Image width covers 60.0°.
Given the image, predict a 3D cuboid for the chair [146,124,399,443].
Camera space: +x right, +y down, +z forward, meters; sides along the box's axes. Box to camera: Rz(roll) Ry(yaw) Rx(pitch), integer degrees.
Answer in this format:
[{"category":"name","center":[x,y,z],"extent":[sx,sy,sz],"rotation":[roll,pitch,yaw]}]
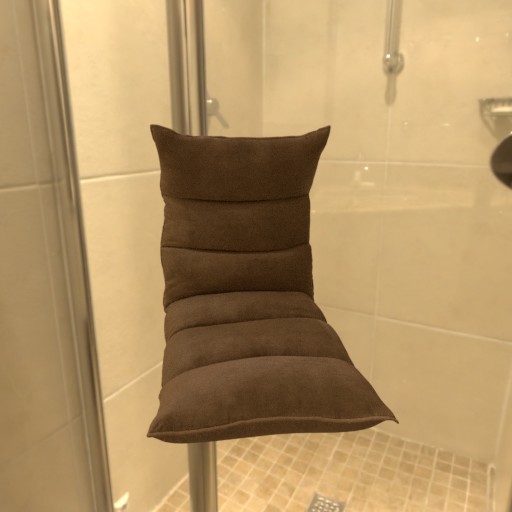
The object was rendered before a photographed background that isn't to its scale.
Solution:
[{"category":"chair","center":[0.000,0.000,1.549],"extent":[0.714,0.892,0.985],"rotation":[-2,16,-8]}]
